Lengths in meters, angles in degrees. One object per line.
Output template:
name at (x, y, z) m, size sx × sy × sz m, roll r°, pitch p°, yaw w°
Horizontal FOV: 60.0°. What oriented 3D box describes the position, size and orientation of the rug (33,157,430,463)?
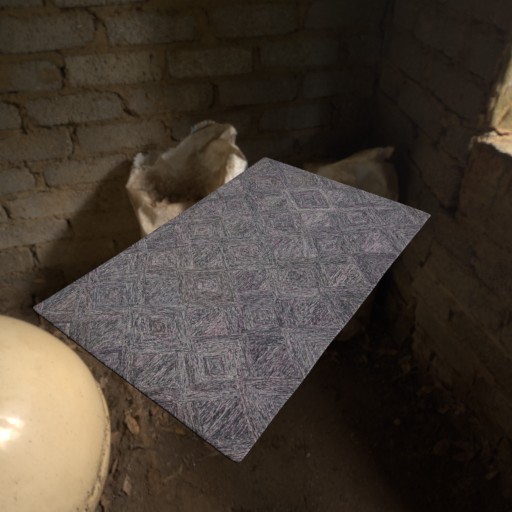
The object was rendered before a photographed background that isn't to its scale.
rug at (0.000, 0.000, 2.218) m, size 1.158 × 0.013 × 1.752 m, roll 25°, pitch 46°, yaw 27°
